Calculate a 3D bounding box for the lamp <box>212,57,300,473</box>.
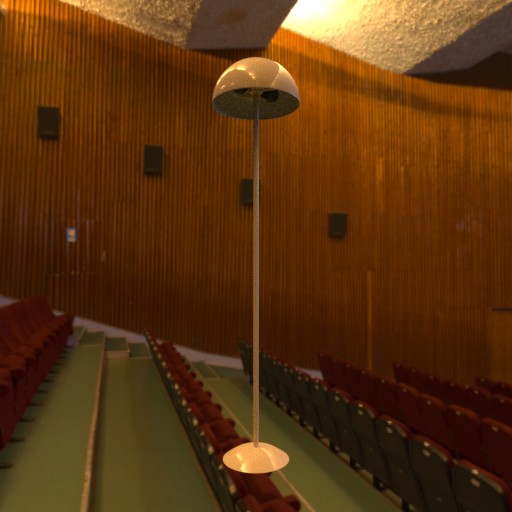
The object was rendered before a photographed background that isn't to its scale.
[{"bbox_3d":[0.000,0.000,1.645,0.328,1.480,0.328,1,-2,-18],"label":"lamp"}]
